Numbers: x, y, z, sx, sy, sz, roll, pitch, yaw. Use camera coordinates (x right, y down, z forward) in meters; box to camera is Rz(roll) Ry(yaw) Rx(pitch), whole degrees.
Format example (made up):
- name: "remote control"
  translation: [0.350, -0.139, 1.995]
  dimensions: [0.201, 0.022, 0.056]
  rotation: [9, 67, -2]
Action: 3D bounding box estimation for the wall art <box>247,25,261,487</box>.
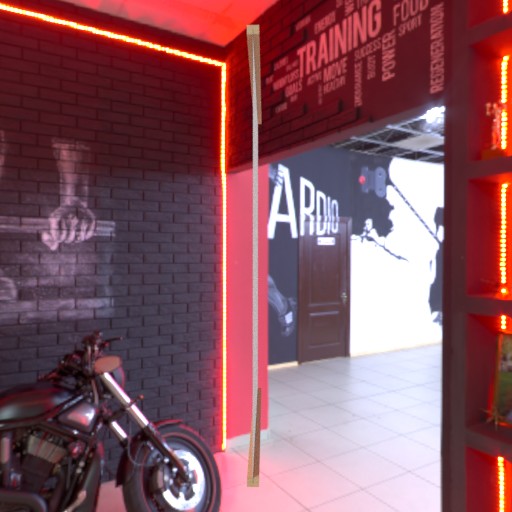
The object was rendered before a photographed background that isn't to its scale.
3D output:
- name: "wall art"
  translation: [0.000, 0.000, 1.945]
  dimensions: [0.040, 1.510, 0.991]
  rotation: [0, 0, 1]
